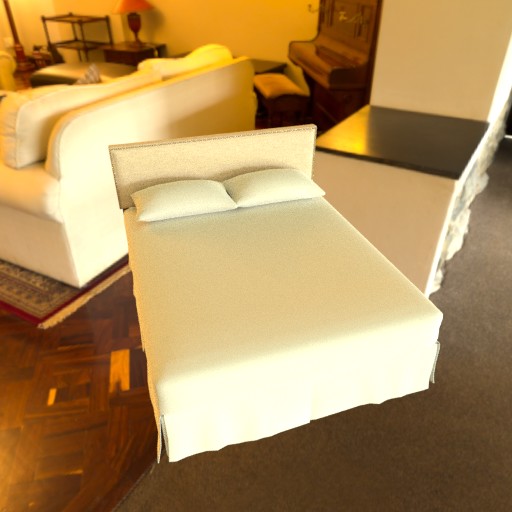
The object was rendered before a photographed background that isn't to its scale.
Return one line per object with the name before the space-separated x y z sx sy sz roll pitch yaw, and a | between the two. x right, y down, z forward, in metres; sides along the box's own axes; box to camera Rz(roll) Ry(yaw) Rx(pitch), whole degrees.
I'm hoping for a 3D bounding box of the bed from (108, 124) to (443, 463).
bed | 0.000 0.000 2.842 1.616 1.016 1.876 -10 35 -15
